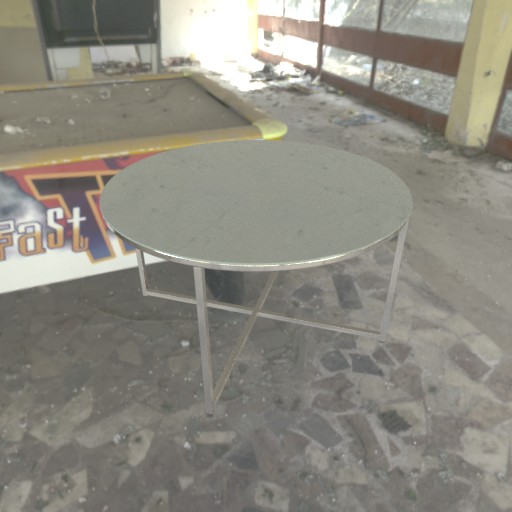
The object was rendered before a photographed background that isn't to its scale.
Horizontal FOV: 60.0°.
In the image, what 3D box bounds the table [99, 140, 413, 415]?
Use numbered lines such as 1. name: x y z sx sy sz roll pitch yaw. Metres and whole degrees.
1. table: 0.000 0.000 1.299 0.800 0.450 0.800 0 31 0
